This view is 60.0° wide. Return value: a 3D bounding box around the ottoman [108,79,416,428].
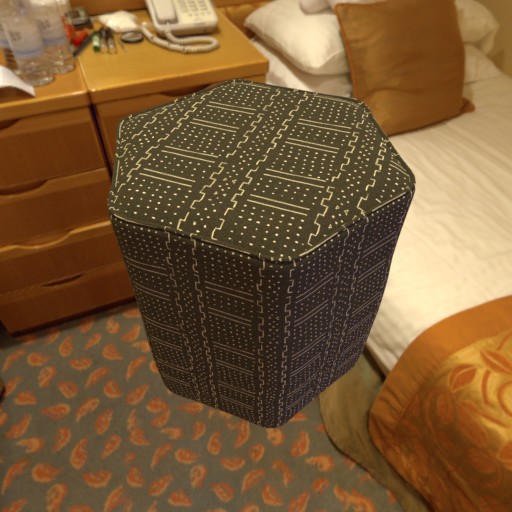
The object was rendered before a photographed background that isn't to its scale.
[{"bbox_3d":[0.000,0.000,0.857,0.494,0.502,0.443,15,48,14],"label":"ottoman"}]
